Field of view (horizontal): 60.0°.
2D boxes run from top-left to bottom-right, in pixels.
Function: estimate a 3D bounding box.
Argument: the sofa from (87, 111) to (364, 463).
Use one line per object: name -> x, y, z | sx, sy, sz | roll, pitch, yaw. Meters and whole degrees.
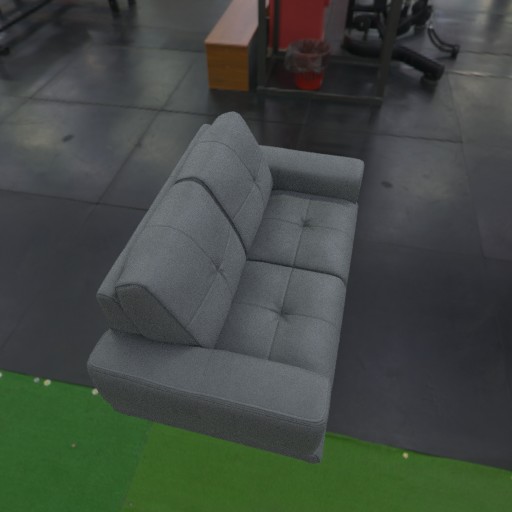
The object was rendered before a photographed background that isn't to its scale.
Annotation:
sofa -> 0.000, 0.000, 2.368 | 1.018, 0.907, 1.806 | 10, 48, 10
